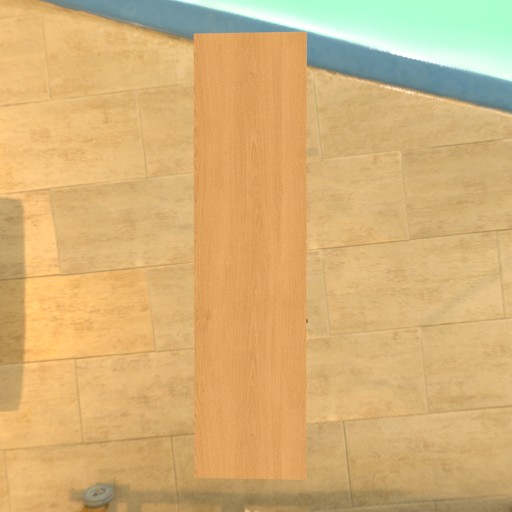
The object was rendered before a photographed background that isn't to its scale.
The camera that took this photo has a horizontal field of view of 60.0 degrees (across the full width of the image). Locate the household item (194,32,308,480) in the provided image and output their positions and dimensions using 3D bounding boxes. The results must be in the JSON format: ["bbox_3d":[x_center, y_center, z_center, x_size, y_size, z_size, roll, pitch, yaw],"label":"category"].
[{"bbox_3d":[0.000,0.000,1.796,0.400,0.600,1.550,0,91,2],"label":"household item"}]
